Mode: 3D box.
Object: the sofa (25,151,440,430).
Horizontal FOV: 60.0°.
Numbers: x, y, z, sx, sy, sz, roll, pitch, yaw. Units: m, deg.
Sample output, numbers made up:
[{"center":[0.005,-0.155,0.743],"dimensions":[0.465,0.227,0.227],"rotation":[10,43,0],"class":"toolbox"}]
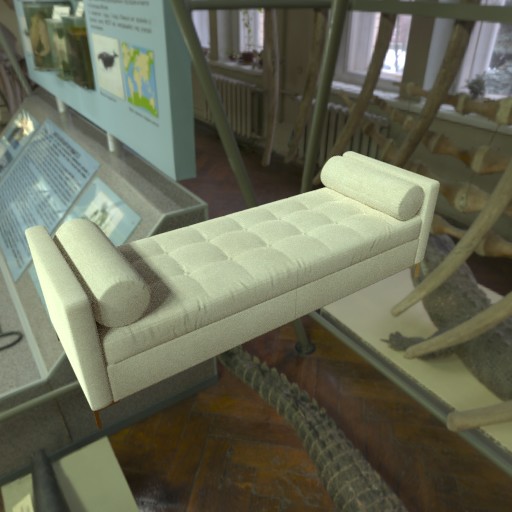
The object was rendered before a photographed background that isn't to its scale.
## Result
[{"center":[0.000,0.000,2.315],"dimensions":[1.981,0.635,0.686],"rotation":[-19,35,-29],"class":"sofa"}]
